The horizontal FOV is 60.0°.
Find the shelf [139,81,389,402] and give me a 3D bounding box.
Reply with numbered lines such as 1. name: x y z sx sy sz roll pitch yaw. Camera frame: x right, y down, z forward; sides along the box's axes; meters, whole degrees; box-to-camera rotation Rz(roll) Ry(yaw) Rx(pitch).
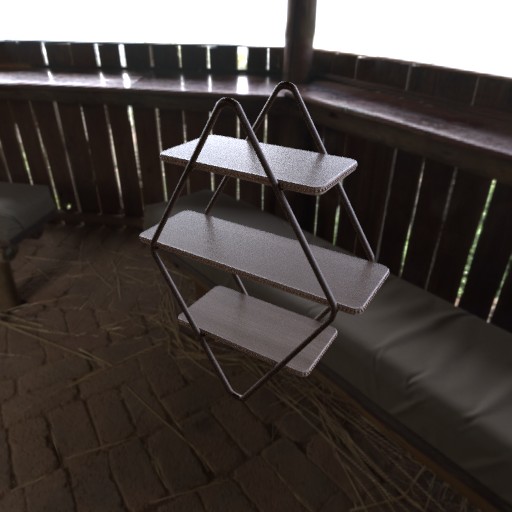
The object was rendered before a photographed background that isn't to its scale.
1. shelf: 0.000 0.000 1.081 0.609 0.774 0.234 18 34 28
